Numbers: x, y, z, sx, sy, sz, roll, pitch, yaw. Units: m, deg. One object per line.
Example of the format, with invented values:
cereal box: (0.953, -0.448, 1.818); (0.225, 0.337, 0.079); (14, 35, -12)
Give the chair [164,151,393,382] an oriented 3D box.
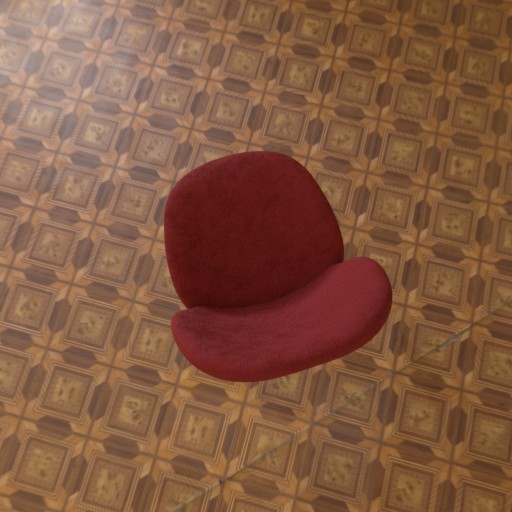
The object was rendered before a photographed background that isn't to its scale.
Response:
chair: (0.000, 0.000, 1.156); (0.458, 0.791, 0.587); (-17, 77, -4)
